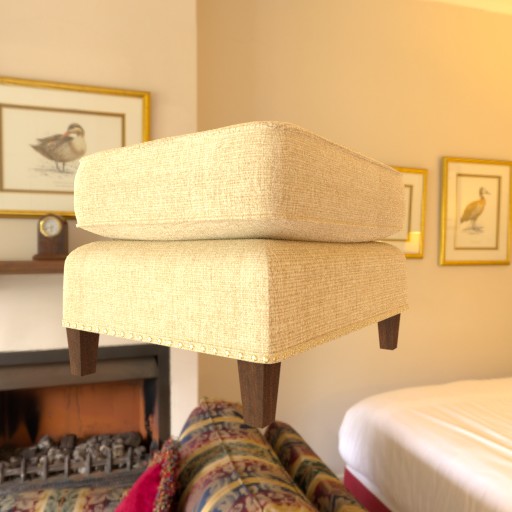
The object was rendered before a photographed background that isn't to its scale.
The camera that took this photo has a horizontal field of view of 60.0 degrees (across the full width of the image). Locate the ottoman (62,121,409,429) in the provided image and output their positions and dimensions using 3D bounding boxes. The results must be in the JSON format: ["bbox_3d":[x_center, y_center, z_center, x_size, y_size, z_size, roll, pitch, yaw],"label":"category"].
[{"bbox_3d":[0.000,0.000,1.136,0.589,0.537,0.738,1,2,35],"label":"ottoman"}]
